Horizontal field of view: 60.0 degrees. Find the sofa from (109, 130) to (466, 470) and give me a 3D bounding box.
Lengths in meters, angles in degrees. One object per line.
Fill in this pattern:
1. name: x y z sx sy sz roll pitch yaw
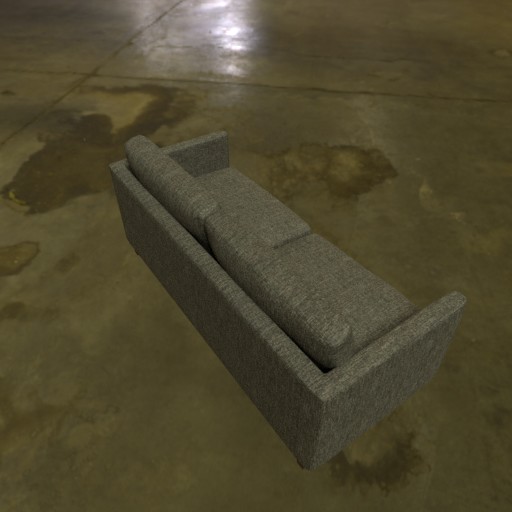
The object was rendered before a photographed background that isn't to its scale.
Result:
1. sofa: 0.000 0.000 2.716 0.948 0.960 2.208 -25 47 -26
